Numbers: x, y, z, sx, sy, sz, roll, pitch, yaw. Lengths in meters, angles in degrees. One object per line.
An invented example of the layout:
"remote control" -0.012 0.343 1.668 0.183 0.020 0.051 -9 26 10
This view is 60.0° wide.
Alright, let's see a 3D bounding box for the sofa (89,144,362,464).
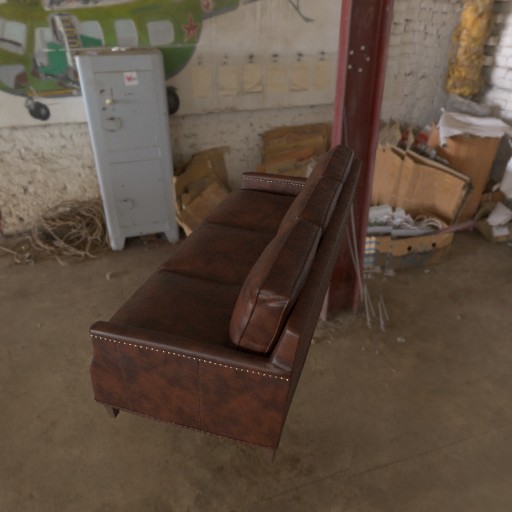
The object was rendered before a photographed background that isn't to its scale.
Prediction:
"sofa" 0.000 0.000 2.902 1.084 1.003 2.240 9 32 15
